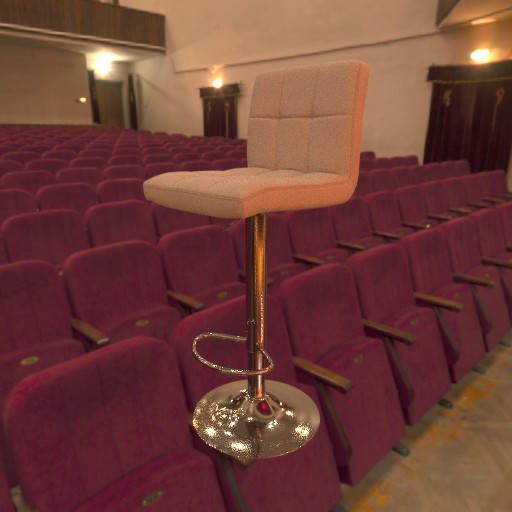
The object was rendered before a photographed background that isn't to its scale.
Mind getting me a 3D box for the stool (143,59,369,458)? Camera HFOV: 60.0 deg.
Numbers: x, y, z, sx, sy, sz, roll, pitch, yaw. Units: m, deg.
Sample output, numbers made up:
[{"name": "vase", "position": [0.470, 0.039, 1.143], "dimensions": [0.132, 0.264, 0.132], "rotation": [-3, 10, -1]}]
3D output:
[{"name": "stool", "position": [0.000, 0.000, 1.343], "dimensions": [0.505, 1.115, 0.430], "rotation": [-15, 22, -43]}]
